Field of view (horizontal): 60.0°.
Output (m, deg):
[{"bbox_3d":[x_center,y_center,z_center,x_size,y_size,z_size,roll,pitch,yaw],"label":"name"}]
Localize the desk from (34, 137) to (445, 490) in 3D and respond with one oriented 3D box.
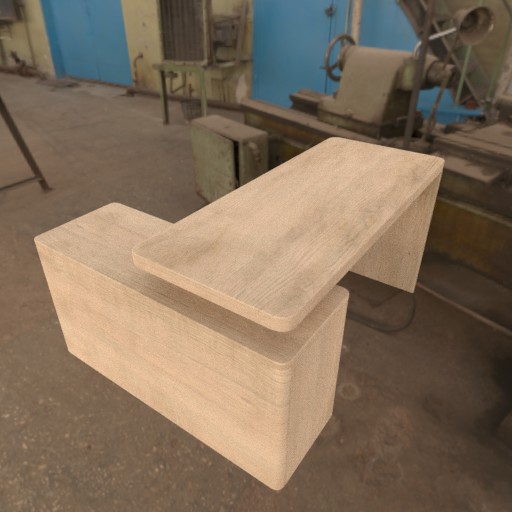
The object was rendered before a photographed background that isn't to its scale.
[{"bbox_3d":[0.000,0.000,2.057,1.175,0.770,1.400,21,38,29],"label":"desk"}]
